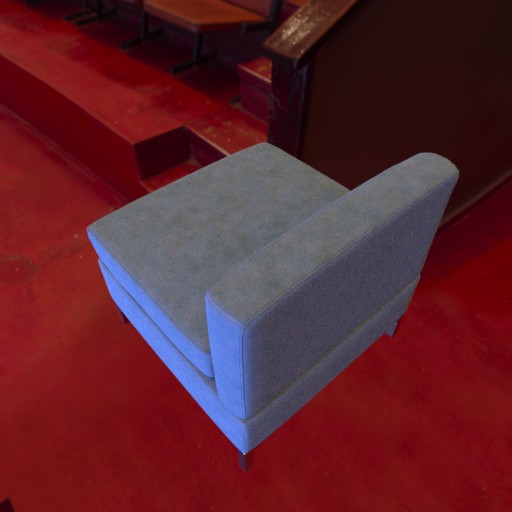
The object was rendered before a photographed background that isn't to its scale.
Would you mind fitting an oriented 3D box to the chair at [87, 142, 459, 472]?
[{"bbox_3d":[0.000,0.000,1.237,0.684,0.660,0.685,-32,54,-27],"label":"chair"}]
